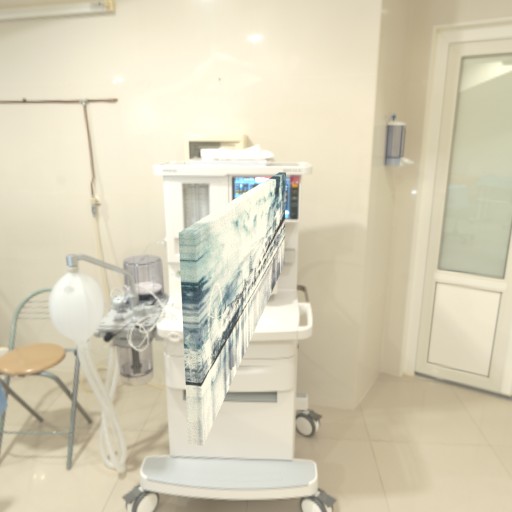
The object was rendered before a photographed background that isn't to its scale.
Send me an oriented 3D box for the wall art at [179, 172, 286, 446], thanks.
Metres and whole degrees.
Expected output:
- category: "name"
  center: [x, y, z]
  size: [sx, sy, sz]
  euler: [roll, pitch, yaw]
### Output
- category: "wall art"
  center: [0.000, 0.000, 1.692]
  size: [0.037, 0.509, 1.524]
  euler: [3, 16, 10]
